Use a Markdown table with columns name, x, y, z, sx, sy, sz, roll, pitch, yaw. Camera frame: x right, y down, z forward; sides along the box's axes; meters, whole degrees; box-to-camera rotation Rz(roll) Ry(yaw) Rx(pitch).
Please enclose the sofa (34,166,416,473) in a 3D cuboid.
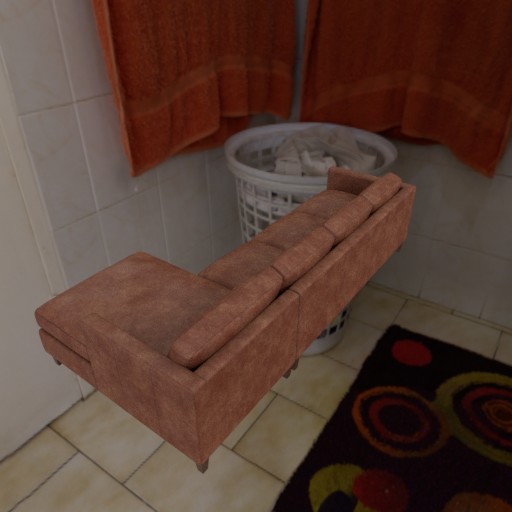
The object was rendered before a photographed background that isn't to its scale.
| name | x | y | z | sx | sy | sz | roll | pitch | yaw |
| --- | --- | --- | --- | --- | --- | --- | --- | --- | --- |
| sofa | 0.000 | 0.000 | 3.817 | 1.581 | 0.883 | 3.203 | 21 | 38 | 30 |
